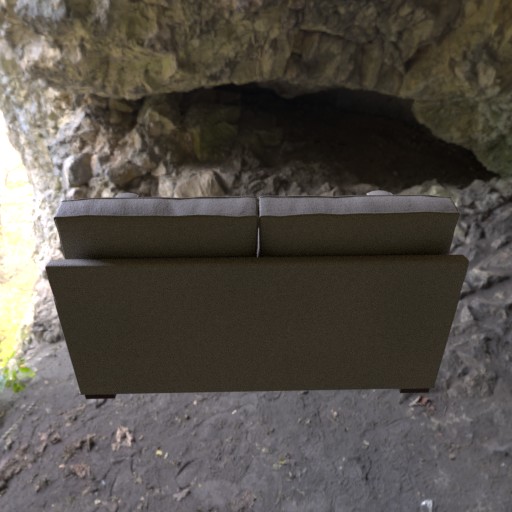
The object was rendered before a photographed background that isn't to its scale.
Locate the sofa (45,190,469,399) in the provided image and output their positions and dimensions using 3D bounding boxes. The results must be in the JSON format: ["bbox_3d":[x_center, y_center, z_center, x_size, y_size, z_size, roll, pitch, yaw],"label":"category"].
[{"bbox_3d":[0.000,0.000,2.052,1.484,0.853,0.940,-1,31,-1],"label":"sofa"}]
